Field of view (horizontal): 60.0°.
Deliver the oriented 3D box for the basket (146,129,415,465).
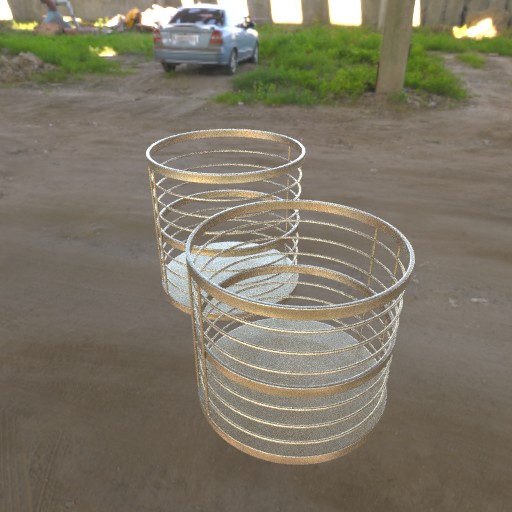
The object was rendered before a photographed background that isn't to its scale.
[{"bbox_3d":[0.000,0.000,0.929,0.356,0.351,0.746,-10,31,-17],"label":"basket"}]
